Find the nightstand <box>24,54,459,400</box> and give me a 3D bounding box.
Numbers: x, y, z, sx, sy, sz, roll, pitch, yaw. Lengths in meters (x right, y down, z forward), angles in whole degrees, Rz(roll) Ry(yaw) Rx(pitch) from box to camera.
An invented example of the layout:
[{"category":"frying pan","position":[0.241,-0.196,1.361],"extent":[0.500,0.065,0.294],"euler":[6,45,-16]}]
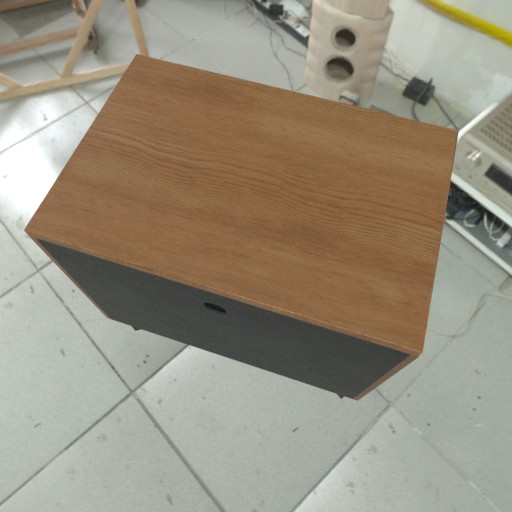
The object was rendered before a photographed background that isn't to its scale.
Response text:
[{"category":"nightstand","position":[0.000,0.000,1.004],"extent":[0.613,0.615,0.427],"euler":[16,65,8]}]
